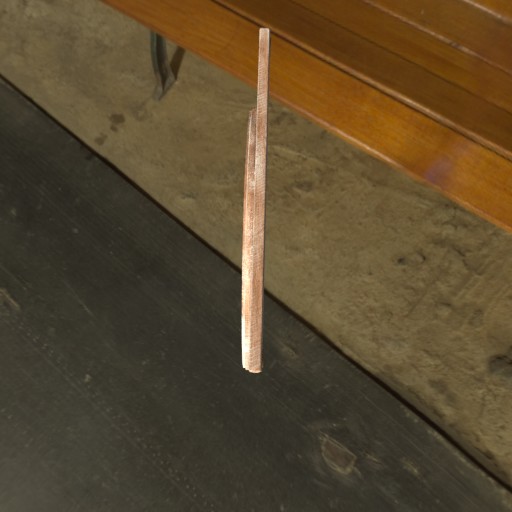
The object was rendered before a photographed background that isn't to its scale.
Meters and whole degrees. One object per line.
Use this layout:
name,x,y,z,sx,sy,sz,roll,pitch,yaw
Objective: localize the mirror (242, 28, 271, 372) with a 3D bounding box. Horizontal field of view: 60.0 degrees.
mirror,0.000,0.000,0.975,0.058,0.787,0.495,2,75,0
